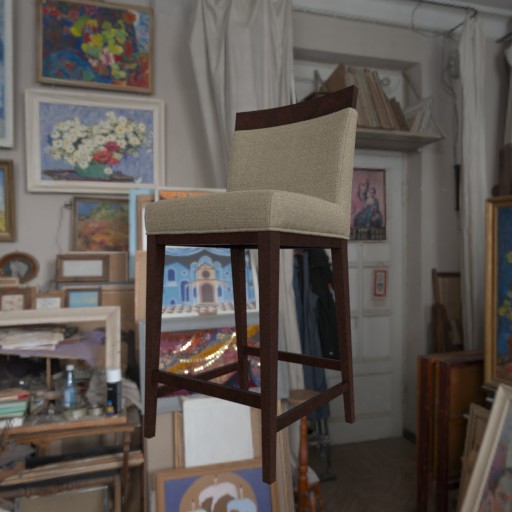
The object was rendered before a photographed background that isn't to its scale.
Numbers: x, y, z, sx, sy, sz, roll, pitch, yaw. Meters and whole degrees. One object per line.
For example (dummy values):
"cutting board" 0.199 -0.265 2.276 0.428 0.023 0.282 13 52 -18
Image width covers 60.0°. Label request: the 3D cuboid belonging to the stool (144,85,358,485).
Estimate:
"stool" 0.000 0.000 1.296 0.463 1.011 0.480 0 1 36
